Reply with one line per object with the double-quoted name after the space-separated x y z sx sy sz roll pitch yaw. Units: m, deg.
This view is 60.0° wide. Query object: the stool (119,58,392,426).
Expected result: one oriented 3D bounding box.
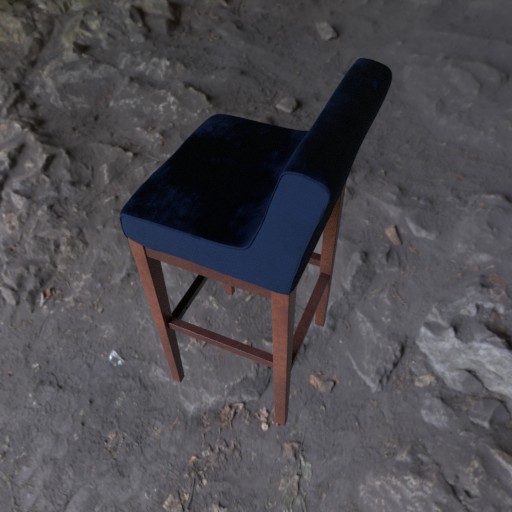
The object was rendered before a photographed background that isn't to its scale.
0.000 0.000 1.303 0.500 1.037 0.511 17 49 16 "stool"
